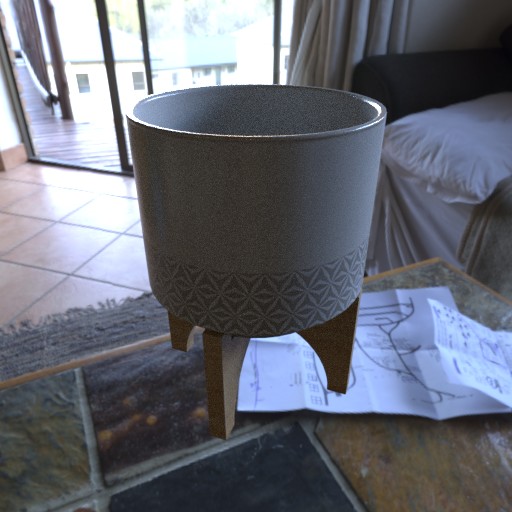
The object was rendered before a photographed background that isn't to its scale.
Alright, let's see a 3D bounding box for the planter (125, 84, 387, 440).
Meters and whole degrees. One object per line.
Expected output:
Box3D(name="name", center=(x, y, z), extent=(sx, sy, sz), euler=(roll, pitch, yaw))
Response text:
Box3D(name="planter", center=(0.000, 0.000, 0.519), extent=(0.249, 0.343, 0.249), euler=(0, 30, 0))
